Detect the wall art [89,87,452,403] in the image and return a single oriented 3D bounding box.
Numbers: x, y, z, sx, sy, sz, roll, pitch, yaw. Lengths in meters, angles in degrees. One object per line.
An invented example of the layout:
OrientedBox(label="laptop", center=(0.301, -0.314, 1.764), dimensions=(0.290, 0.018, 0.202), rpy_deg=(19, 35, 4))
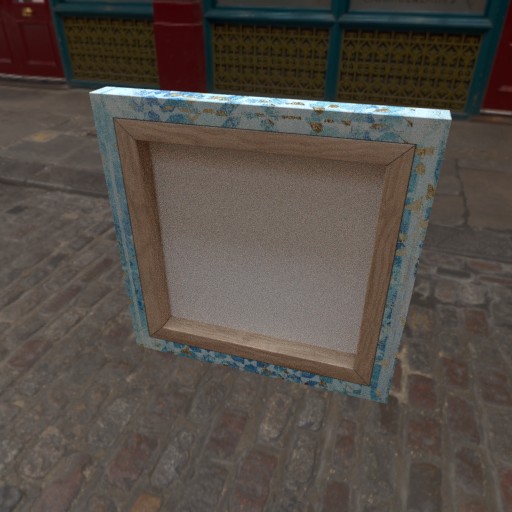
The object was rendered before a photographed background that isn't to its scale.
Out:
OrientedBox(label="wall art", center=(0.000, 0.000, 0.598), dimensions=(0.405, 0.405, 0.037), rpy_deg=(9, 33, 15))
